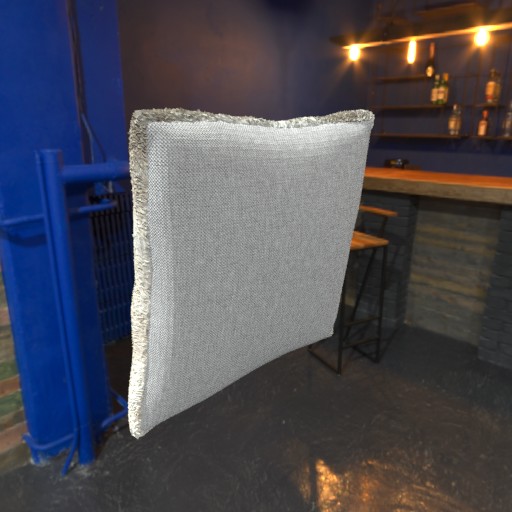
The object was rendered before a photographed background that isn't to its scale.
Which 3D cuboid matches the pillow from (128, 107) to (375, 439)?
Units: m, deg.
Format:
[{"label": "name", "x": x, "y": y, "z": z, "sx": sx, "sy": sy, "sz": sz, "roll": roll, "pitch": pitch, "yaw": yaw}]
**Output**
[{"label": "pillow", "x": 0.000, "y": 0.000, "z": 0.804, "sx": 0.529, "sy": 0.515, "sz": 0.218, "roll": -16, "pitch": 23, "yaw": -42}]
